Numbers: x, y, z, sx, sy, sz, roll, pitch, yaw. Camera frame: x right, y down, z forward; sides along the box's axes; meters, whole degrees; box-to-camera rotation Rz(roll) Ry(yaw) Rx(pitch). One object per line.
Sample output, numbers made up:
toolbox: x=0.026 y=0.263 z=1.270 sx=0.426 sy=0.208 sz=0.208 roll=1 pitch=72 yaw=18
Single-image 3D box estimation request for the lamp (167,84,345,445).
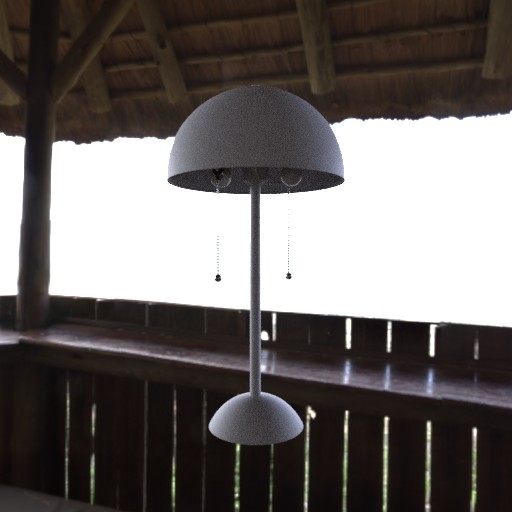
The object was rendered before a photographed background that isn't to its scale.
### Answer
lamp: x=0.000 y=0.000 z=0.432 sx=0.171 sy=0.330 sz=0.171 roll=0 pitch=0 yaw=0
